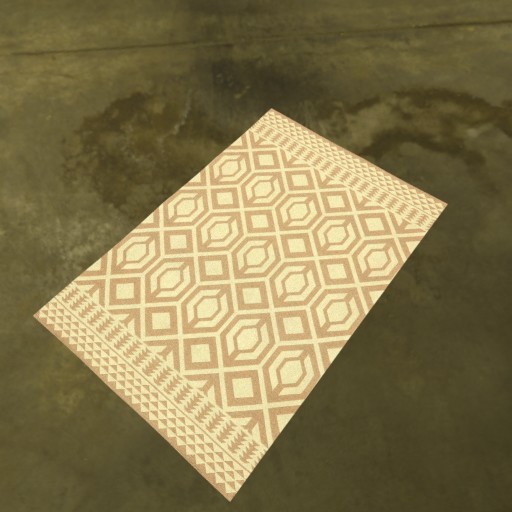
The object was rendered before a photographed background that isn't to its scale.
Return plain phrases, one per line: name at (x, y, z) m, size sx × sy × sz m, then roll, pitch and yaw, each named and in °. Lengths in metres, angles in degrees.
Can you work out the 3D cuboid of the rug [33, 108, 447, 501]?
rug at (0.000, 0.000, 2.255) m, size 1.219 × 0.008 × 1.829 m, roll 35°, pitch 65°, yaw 19°
